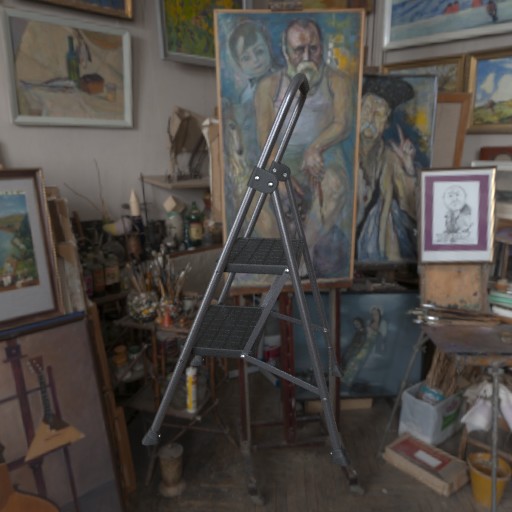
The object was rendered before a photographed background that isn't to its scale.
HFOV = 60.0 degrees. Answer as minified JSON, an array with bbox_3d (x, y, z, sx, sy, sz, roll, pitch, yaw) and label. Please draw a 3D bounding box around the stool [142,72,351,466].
[{"bbox_3d":[0.000,0.000,1.167,0.514,0.872,0.450,2,14,9],"label":"stool"}]
